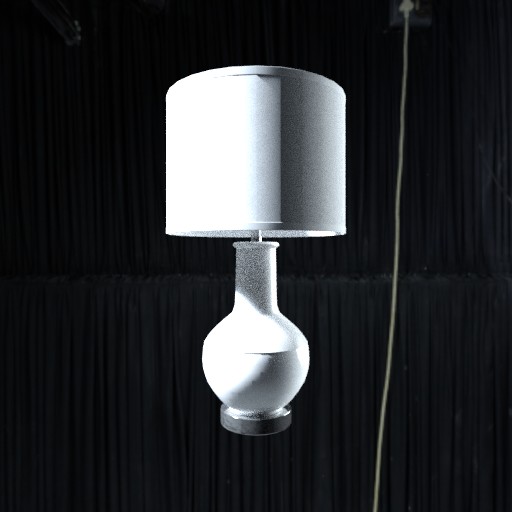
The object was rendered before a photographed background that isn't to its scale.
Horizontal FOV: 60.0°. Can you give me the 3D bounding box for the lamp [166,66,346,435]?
[{"bbox_3d":[0.000,0.000,0.900,0.357,0.673,0.357,0,1,0],"label":"lamp"}]
